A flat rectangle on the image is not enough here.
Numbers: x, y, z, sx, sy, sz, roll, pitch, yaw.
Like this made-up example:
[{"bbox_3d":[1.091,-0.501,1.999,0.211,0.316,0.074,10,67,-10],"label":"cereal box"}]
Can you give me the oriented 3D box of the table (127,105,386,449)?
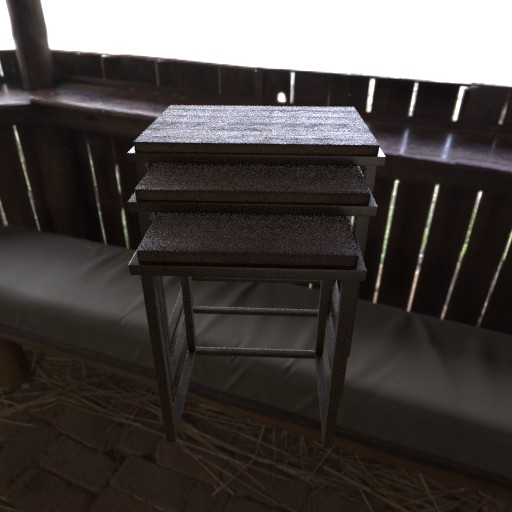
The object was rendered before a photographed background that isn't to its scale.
[{"bbox_3d":[0.000,0.000,1.145,0.559,0.610,0.706,1,30,2],"label":"table"}]
